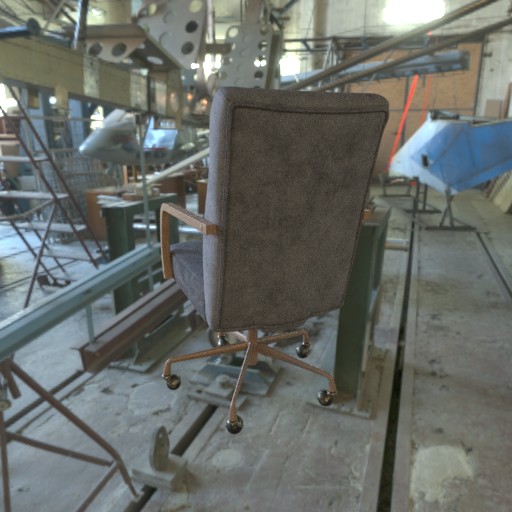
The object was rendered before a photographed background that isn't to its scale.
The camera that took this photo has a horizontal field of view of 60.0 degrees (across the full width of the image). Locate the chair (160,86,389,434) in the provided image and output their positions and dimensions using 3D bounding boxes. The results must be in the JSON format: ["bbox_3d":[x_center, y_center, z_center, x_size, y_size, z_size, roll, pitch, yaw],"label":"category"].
[{"bbox_3d":[0.000,0.000,1.530,0.640,1.029,0.741,-7,17,-25],"label":"chair"}]
